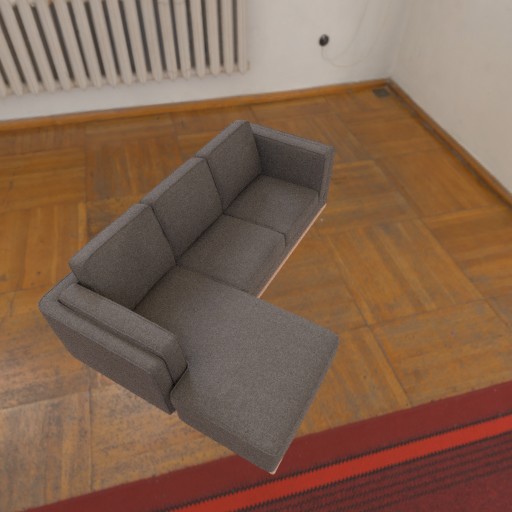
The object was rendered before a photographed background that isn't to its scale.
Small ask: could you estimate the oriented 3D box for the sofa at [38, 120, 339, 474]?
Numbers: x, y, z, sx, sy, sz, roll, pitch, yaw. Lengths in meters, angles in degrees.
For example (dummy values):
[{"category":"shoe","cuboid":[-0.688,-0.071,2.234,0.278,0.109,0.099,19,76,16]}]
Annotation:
[{"category":"sofa","cuboid":[0.000,0.000,3.179,1.604,0.929,2.411,22,50,20]}]
